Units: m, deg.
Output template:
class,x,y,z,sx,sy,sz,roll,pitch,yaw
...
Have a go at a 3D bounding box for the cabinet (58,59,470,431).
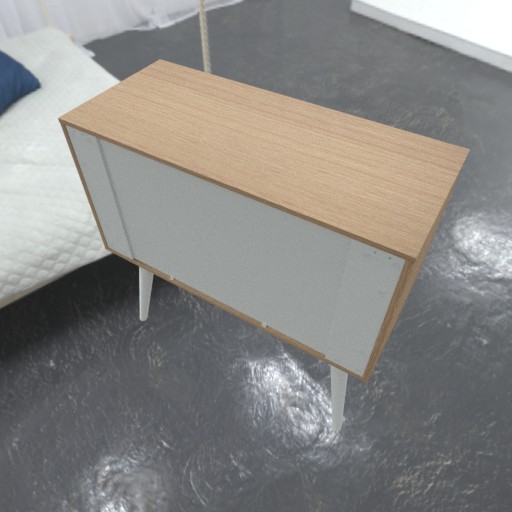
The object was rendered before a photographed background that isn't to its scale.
class,x,y,z,sx,sy,sz,roll,pitch,yaw
cabinet,0.000,0.000,1.605,1.057,1.016,0.470,24,52,21
